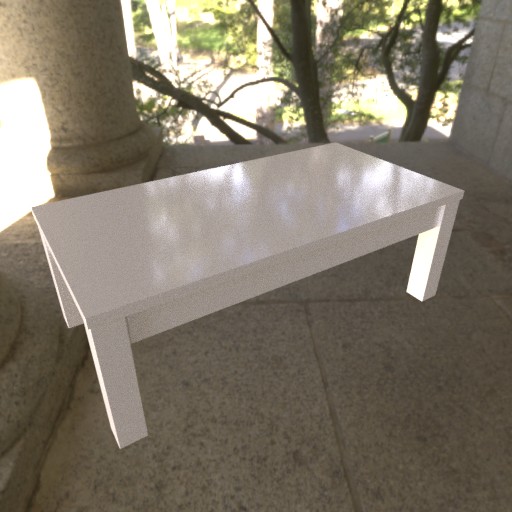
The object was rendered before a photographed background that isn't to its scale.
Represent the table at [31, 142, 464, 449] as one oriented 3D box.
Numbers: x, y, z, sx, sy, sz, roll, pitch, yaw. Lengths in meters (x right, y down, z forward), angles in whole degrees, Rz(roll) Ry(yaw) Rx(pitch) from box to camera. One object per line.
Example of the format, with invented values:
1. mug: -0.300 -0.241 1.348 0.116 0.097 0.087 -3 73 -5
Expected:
1. table: 0.000 0.000 1.670 1.350 0.470 0.700 -18 36 -27
